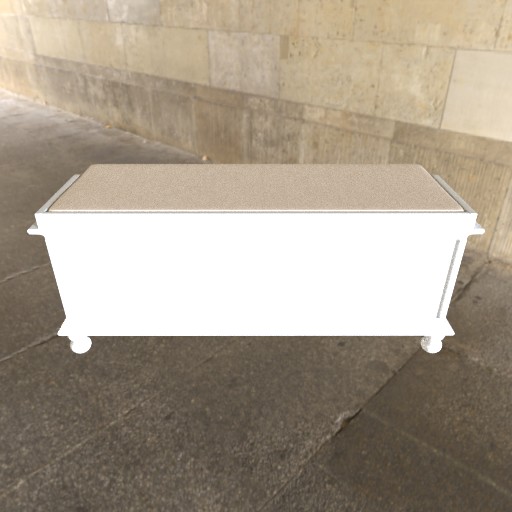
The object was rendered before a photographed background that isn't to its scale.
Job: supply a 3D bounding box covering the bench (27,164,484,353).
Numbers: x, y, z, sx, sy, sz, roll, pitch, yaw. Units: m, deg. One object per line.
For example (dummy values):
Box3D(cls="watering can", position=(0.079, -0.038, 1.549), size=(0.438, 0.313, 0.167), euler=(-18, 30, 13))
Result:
Box3D(cls="bench", position=(0.000, 0.000, 1.419), size=(1.185, 0.486, 0.402), euler=(0, 31, 0))
